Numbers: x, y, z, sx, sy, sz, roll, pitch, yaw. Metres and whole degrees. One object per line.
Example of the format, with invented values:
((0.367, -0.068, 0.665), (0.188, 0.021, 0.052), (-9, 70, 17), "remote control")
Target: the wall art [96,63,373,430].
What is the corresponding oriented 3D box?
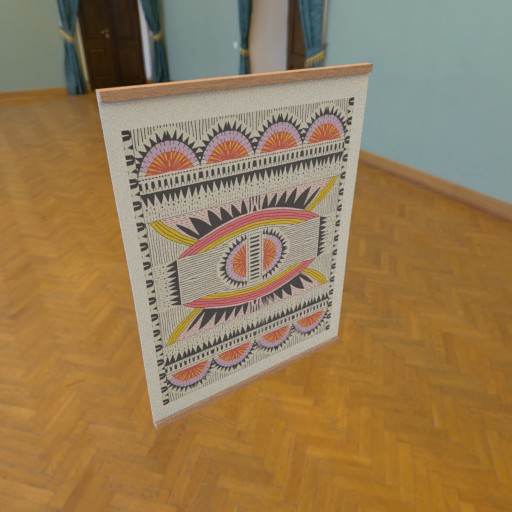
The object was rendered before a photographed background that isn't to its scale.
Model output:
((0.000, 0.000, 1.328), (0.765, 1.016, 0.028), (-18, 35, -28), "wall art")
